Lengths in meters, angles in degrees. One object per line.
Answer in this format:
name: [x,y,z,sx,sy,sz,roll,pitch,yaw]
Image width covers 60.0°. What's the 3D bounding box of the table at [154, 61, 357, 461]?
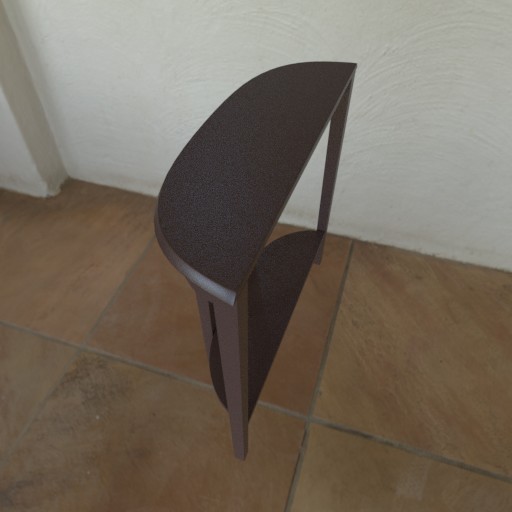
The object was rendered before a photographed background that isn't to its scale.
table: [0.000,0.000,1.317,0.274,0.831,0.909,16,50,14]
